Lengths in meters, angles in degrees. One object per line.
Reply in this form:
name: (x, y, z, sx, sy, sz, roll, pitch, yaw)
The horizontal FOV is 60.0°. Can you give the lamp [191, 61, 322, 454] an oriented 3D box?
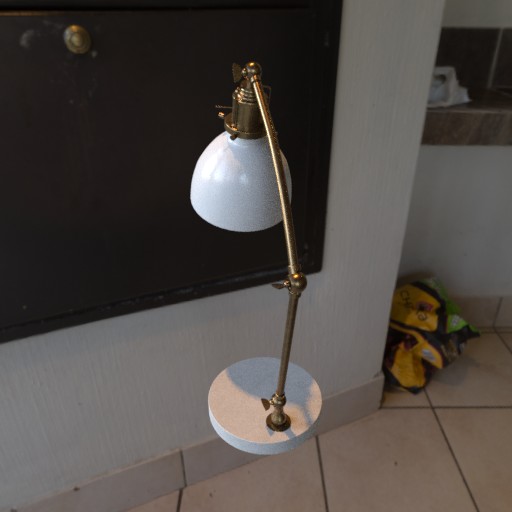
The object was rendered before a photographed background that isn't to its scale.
lamp: (0.000, 0.000, 0.654, 0.186, 0.522, 0.317, -9, 30, -16)
